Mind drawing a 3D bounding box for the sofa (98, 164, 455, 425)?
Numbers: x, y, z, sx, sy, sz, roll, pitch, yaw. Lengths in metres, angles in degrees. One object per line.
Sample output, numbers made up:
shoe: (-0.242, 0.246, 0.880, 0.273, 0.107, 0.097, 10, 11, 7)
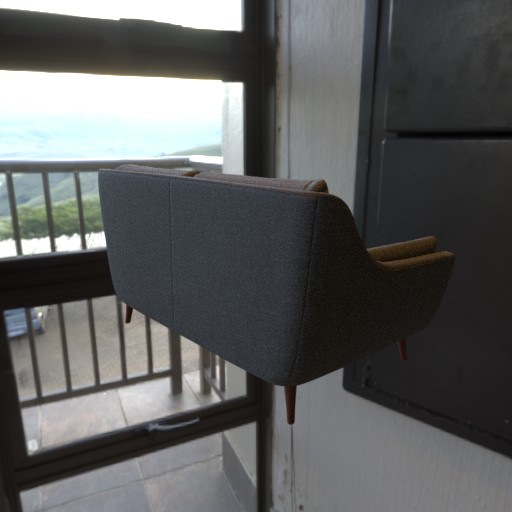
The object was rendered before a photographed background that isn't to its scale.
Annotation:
sofa: (0.000, 0.000, 2.239, 0.976, 0.887, 1.646, -13, 20, -41)
